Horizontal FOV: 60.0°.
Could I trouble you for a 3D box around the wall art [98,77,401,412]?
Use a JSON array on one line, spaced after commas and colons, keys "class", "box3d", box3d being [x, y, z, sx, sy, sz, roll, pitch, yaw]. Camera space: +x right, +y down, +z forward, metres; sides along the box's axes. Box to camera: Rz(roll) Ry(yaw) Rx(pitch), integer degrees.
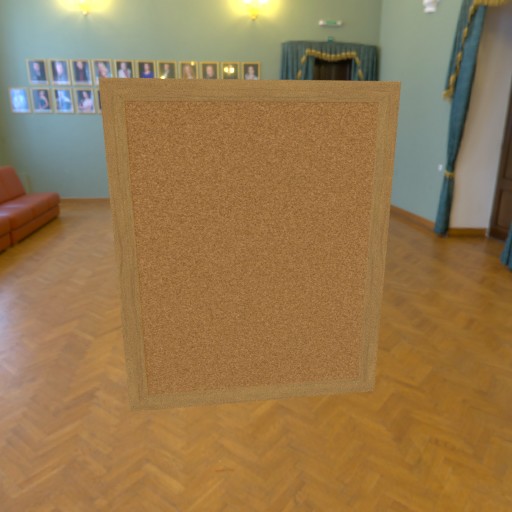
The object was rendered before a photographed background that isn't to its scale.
[{"class": "wall art", "box3d": [0.000, 0.000, 0.758, 0.460, 0.561, 0.020, -2, 17, -8]}]
